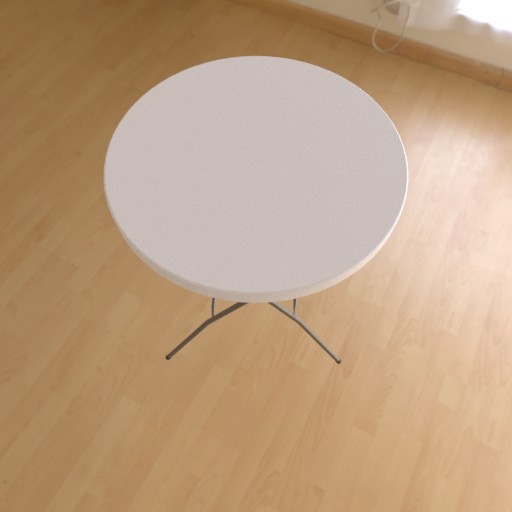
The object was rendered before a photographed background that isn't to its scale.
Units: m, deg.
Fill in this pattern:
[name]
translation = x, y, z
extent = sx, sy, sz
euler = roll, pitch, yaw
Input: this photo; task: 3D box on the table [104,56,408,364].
[table]
translation = 0.000, 0.000, 1.645
extent = 0.795, 1.105, 0.792
euler = 3, 62, 1
